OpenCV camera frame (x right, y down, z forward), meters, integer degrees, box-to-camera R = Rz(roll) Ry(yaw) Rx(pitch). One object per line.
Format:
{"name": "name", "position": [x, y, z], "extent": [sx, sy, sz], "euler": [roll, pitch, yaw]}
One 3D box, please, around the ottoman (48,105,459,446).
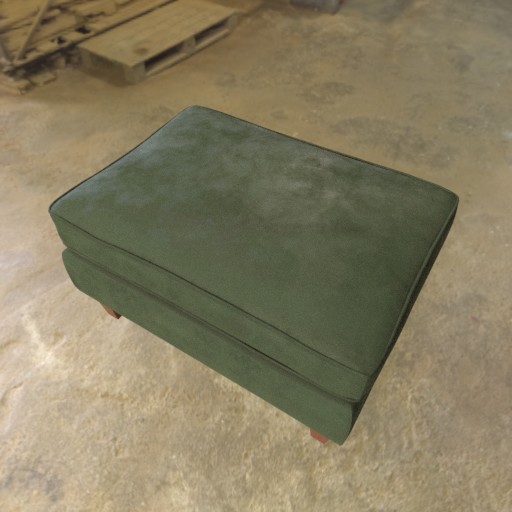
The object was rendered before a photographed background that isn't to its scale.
{"name": "ottoman", "position": [0.000, 0.000, 1.237], "extent": [0.864, 0.495, 0.632], "euler": [25, 52, 21]}
